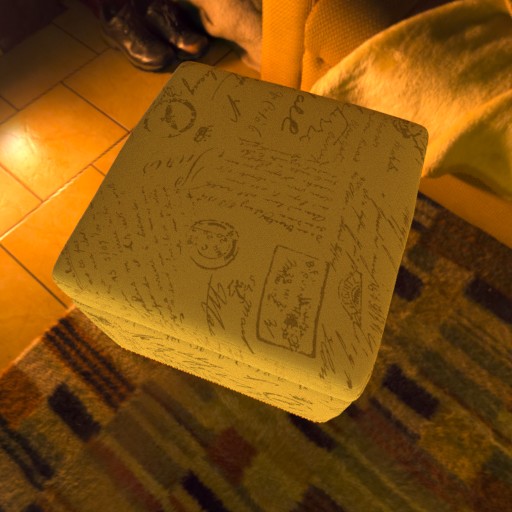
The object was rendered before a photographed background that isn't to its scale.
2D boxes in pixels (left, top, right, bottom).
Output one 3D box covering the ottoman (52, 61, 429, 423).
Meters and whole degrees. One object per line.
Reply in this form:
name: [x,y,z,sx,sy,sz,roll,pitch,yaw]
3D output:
ottoman: [0.000,0.000,0.827,0.450,0.457,0.449,18,65,9]
